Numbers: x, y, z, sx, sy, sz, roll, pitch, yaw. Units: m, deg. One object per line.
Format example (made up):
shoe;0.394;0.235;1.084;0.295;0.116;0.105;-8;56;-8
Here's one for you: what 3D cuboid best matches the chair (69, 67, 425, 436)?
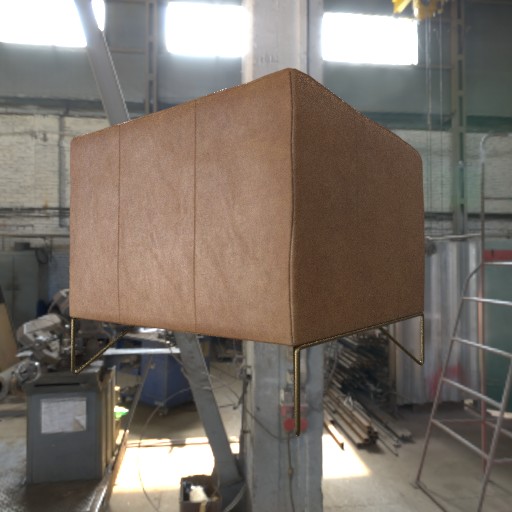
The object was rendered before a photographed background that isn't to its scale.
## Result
chair;0.000;0.000;1.558;0.920;0.797;0.912;-1;-2;37
